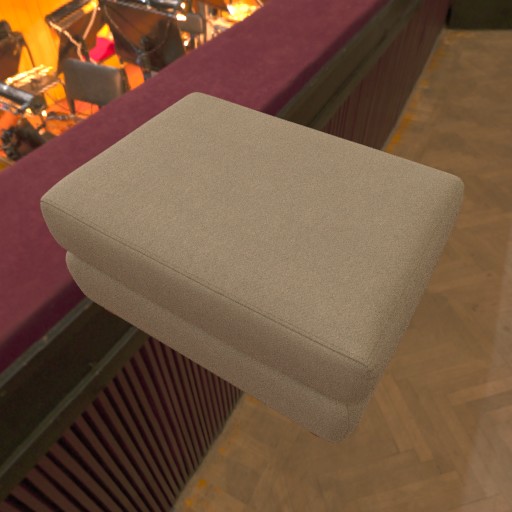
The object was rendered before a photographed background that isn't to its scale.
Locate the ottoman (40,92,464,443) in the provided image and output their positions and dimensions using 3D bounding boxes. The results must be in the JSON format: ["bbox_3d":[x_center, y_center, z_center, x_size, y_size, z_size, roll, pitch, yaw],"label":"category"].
[{"bbox_3d":[0.000,0.000,1.090,0.773,0.499,0.569,25,52,21],"label":"ottoman"}]
